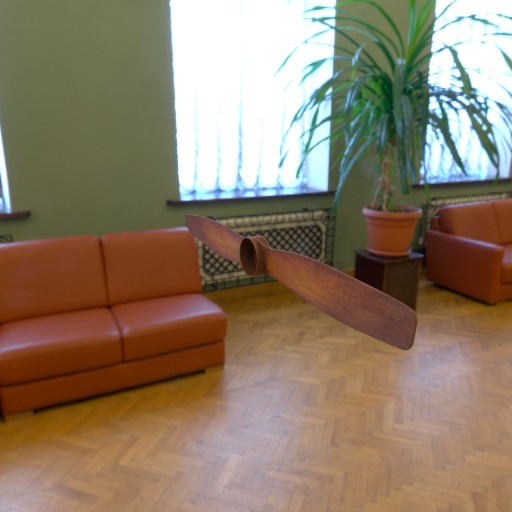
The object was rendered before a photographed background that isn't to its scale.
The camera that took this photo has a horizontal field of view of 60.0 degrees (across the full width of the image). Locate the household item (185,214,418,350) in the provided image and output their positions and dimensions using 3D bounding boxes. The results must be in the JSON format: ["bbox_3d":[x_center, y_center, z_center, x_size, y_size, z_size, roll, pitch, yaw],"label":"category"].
[{"bbox_3d":[0.000,0.000,1.274,0.051,0.121,1.181,-8,17,-27],"label":"household item"}]
